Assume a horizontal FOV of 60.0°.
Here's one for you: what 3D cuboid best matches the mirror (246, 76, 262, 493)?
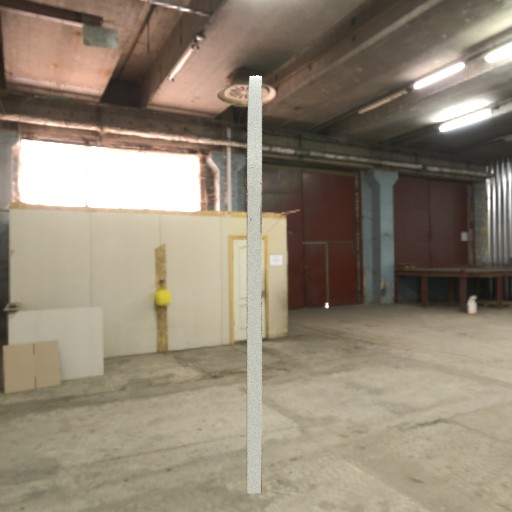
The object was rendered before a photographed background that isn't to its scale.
[{"bbox_3d":[0.000,0.000,1.187,0.032,0.920,0.660,0,-1,1],"label":"mirror"}]
